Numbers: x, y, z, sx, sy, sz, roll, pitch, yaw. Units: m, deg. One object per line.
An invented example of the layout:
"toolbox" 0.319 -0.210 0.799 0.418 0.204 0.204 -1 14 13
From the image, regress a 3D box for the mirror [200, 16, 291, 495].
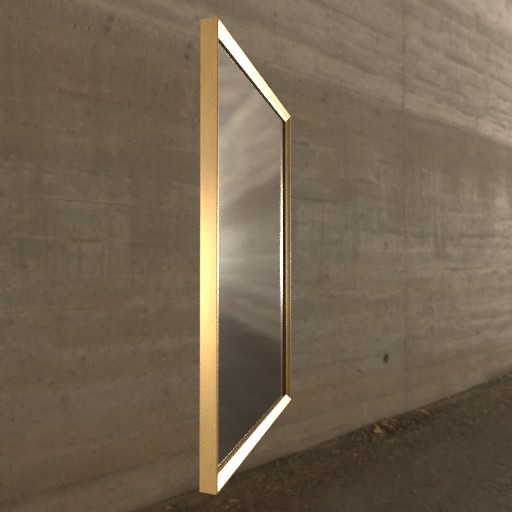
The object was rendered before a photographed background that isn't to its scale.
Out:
"mirror" 0.000 0.000 1.142 0.041 0.915 0.609 0 -1 18
